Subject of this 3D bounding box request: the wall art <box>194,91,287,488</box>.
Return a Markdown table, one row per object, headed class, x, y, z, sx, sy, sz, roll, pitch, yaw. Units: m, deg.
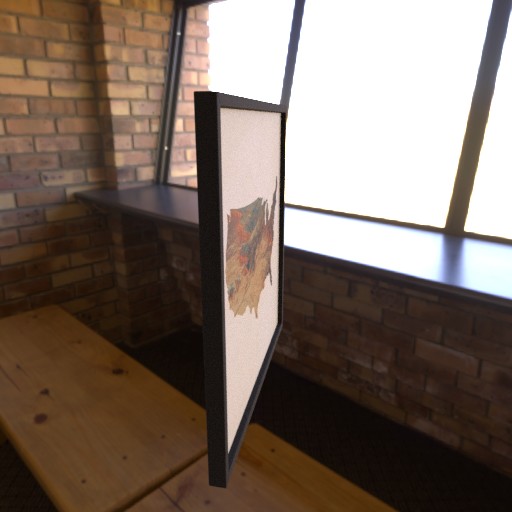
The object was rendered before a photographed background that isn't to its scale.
| class | x | y | z | sx | sy | sz | roll | pitch | yaw |
| --- | --- | --- | --- | --- | --- | --- | --- | --- | --- |
| wall art | 0.000 | 0.000 | 0.459 | 0.015 | 0.303 | 0.304 | 4 | 17 | 11 |
